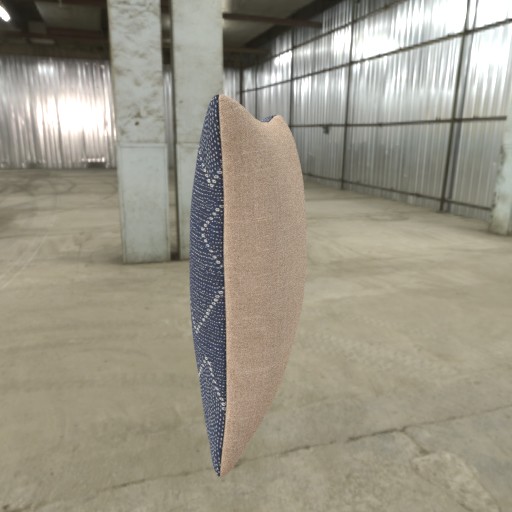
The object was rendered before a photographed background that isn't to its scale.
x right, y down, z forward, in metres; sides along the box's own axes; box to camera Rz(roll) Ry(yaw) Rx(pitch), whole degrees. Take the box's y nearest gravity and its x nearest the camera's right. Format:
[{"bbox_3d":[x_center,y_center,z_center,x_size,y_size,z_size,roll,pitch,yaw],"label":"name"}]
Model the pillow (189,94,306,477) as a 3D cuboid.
[{"bbox_3d":[0.000,0.000,0.672,0.148,0.428,0.435,3,15,10],"label":"pillow"}]
